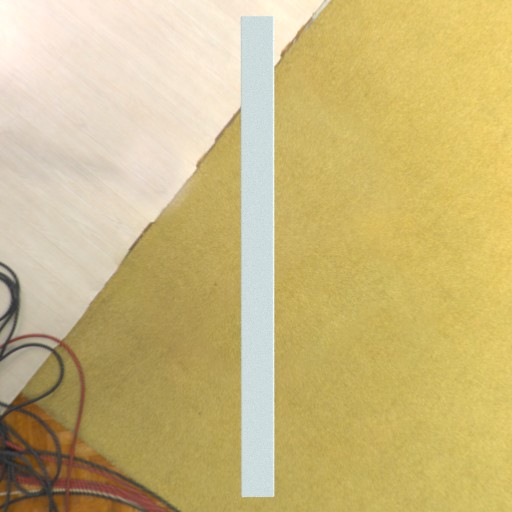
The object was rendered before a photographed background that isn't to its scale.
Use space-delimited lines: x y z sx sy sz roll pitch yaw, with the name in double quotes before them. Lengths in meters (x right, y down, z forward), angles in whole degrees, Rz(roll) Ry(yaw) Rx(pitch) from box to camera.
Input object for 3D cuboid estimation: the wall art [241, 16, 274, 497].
"wall art" 0.000 0.000 0.767 0.042 0.414 0.608 0 91 -1
